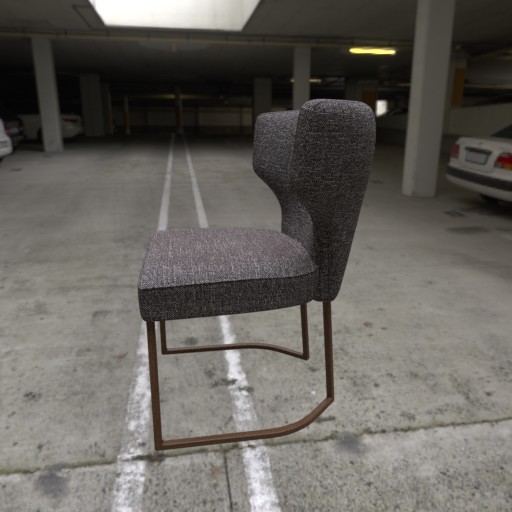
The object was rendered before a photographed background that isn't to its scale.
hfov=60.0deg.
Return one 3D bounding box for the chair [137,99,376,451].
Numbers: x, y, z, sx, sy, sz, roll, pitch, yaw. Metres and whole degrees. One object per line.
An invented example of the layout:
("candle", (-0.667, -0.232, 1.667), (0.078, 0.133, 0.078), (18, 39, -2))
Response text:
("chair", (0.000, 0.000, 1.265), (0.617, 0.824, 0.611), (-3, 15, -10))
